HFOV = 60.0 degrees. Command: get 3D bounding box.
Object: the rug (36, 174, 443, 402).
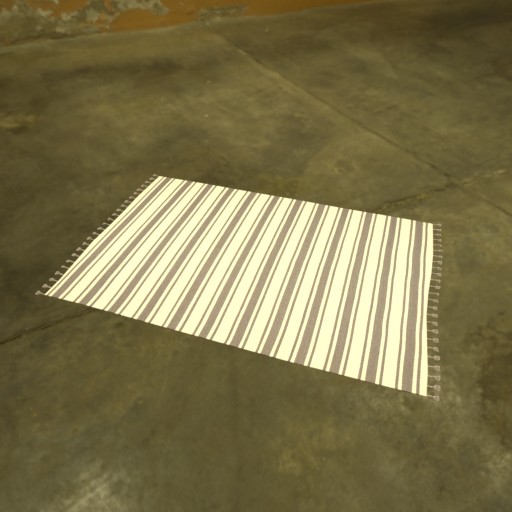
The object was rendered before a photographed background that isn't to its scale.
[{"bbox_3d":[0.000,0.000,3.034,2.425,0.014,1.563,12,41,14],"label":"rug"}]
